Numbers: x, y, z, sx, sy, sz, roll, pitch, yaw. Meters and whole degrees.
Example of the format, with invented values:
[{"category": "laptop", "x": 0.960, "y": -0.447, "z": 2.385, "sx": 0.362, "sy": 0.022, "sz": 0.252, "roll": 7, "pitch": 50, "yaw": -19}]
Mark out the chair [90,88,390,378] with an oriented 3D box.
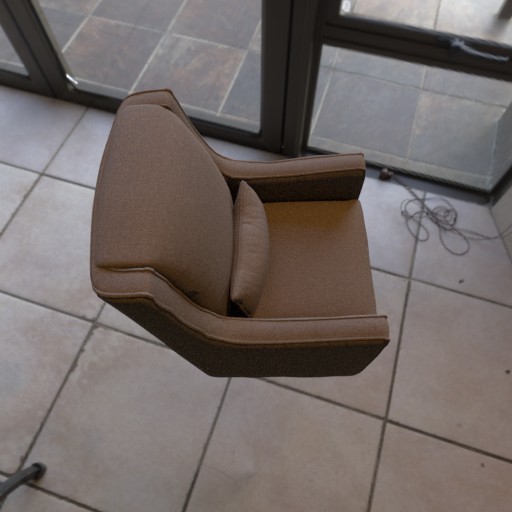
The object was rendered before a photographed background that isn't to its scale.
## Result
[{"category": "chair", "x": 0.000, "y": 0.000, "z": 1.627, "sx": 0.879, "sy": 0.993, "sz": 0.732, "roll": 0, "pitch": 64, "yaw": 0}]
